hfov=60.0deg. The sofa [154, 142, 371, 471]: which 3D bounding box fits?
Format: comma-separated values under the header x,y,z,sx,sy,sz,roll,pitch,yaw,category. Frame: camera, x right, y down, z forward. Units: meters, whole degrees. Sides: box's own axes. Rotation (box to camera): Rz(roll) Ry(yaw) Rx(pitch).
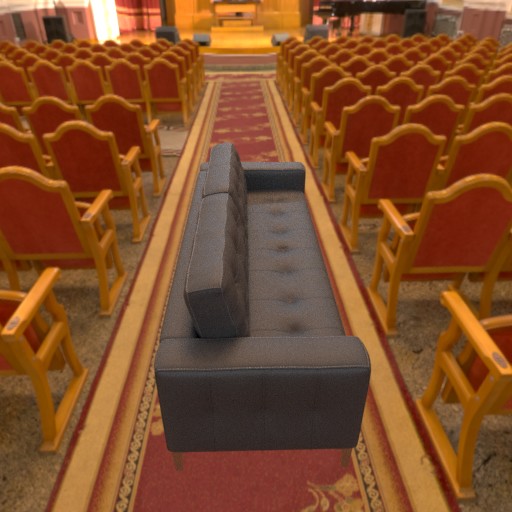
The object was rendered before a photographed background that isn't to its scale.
x,y,z,sx,sy,sz,roll,pitch,yaw,category
0.000,0.000,2.683,0.833,0.893,2.275,-1,31,-1,sofa
